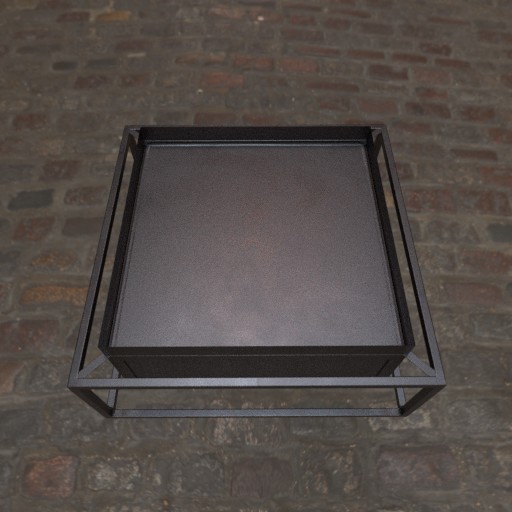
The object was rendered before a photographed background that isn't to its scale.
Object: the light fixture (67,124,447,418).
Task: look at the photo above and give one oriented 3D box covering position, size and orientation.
[{"bbox_3d":[0.000,0.000,0.687,0.441,0.191,0.441,0,58,0],"label":"light fixture"}]
